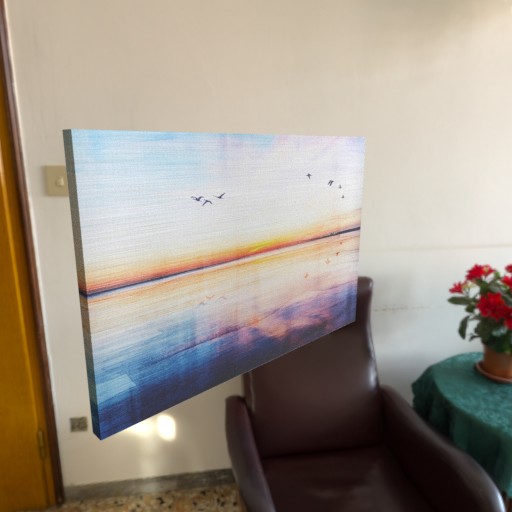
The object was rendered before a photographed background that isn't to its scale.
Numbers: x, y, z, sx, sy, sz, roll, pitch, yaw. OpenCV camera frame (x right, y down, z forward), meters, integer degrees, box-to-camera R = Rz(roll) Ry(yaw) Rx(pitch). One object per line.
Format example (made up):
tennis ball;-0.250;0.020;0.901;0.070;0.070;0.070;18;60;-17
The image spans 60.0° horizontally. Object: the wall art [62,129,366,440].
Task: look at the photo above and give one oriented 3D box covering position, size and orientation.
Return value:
wall art;0.000;0.000;1.142;0.911;0.605;0.037;-13;19;-43
